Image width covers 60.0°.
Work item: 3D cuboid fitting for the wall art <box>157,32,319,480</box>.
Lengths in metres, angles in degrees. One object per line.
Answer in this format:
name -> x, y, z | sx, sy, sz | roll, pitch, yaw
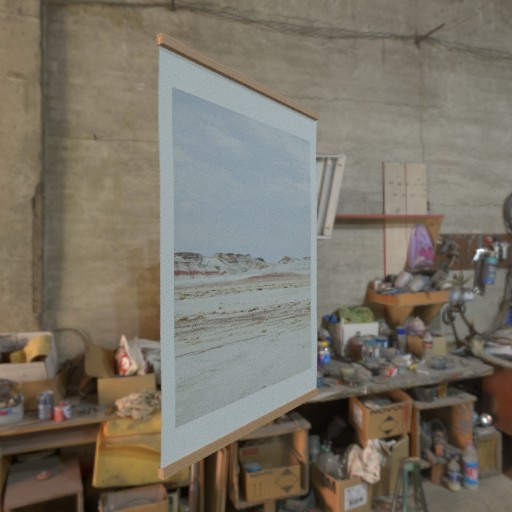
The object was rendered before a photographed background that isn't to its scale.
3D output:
wall art -> 0.000, 0.000, 1.309 | 0.020, 1.016, 0.739 | 1, 1, 36
